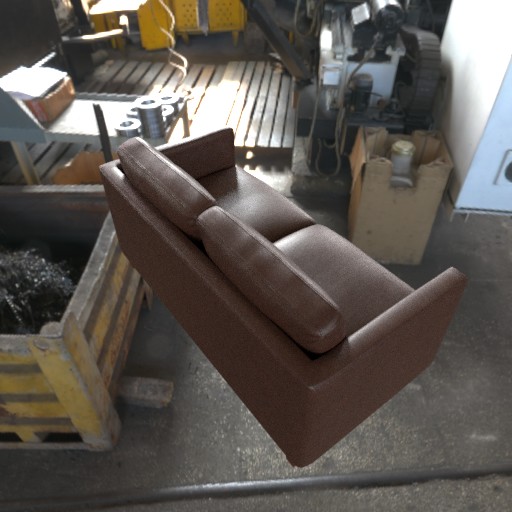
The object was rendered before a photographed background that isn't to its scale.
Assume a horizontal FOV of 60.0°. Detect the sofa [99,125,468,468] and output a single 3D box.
[{"bbox_3d":[0.000,0.000,2.441,0.951,0.933,1.883,-27,48,-27],"label":"sofa"}]
